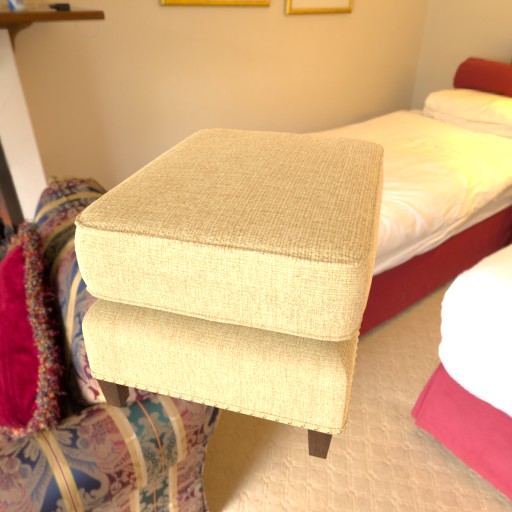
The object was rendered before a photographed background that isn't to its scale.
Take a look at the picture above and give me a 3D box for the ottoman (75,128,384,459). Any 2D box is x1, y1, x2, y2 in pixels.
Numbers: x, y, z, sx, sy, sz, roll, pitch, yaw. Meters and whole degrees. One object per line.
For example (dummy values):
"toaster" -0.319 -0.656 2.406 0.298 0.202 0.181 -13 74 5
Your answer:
"ottoman" 0.000 0.000 1.157 0.589 0.537 0.738 8 32 14
